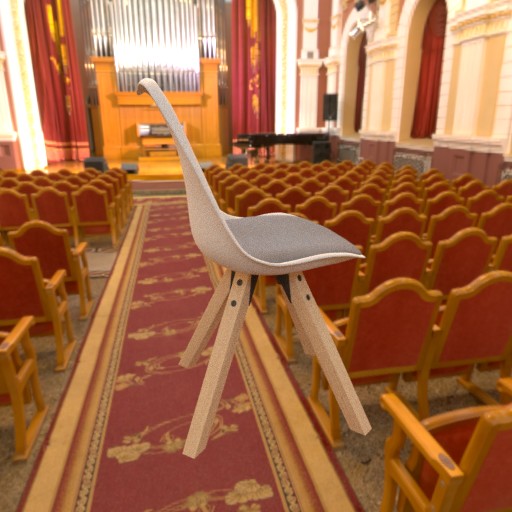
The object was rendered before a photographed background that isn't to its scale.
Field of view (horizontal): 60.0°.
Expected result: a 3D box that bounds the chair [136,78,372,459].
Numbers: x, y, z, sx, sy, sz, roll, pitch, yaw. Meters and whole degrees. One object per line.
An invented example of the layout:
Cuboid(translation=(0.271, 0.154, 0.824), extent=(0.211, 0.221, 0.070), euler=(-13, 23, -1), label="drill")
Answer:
Cuboid(translation=(0.000, 0.000, 1.173), extent=(0.550, 0.850, 0.485), euler=(-3, 17, -10), label="chair")
